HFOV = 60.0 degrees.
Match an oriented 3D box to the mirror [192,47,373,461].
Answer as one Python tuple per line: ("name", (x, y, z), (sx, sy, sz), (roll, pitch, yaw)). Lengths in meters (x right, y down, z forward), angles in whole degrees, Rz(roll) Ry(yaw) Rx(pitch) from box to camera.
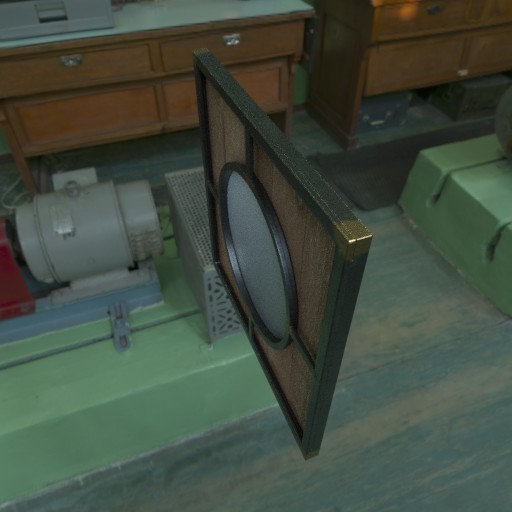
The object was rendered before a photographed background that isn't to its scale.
("mirror", (0.000, 0.000, 0.561), (0.020, 0.381, 0.382), (-16, 47, -15))
